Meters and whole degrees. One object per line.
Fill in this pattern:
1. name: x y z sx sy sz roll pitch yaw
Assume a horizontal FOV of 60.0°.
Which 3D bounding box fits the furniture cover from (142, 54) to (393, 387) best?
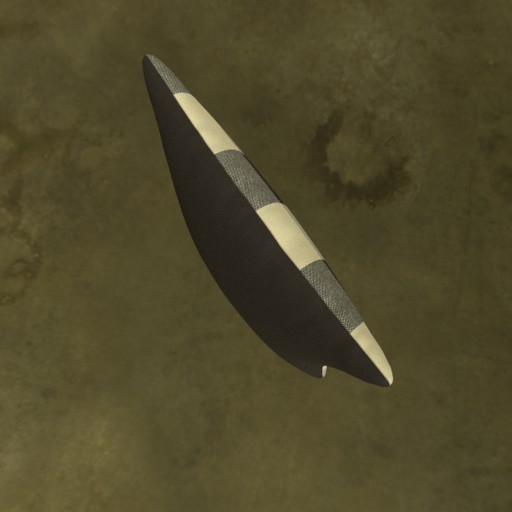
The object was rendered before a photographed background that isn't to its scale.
1. furniture cover: 0.000 0.000 0.775 0.161 0.509 0.511 -34 78 -8
